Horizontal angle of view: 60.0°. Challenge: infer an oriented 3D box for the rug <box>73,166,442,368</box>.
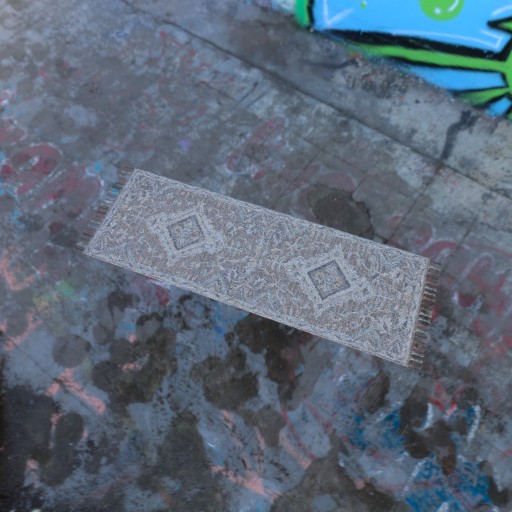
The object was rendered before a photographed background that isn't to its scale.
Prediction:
[{"bbox_3d":[0.000,0.000,2.862,2.378,0.018,1.324,33,68,15],"label":"rug"}]
